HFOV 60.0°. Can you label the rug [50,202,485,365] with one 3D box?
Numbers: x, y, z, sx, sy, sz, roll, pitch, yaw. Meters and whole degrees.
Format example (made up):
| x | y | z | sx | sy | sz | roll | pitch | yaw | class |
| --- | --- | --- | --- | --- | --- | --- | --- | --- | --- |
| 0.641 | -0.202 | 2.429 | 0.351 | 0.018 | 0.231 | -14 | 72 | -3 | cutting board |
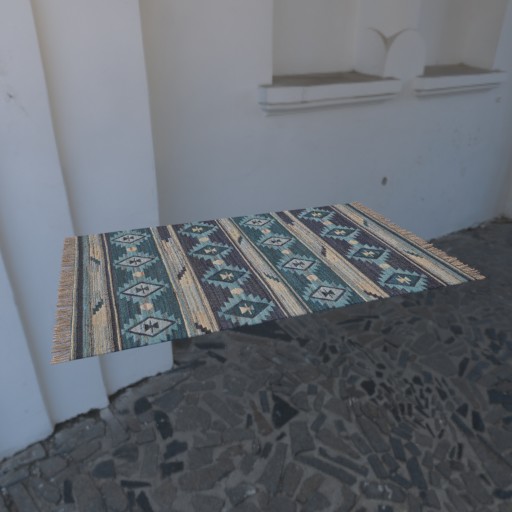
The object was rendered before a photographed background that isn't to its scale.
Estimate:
| x | y | z | sx | sy | sz | roll | pitch | yaw | class |
| --- | --- | --- | --- | --- | --- | --- | --- | --- | --- |
| 0.000 | 0.000 | 2.325 | 1.936 | 0.028 | 1.181 | -9 | 27 | -17 | rug |
